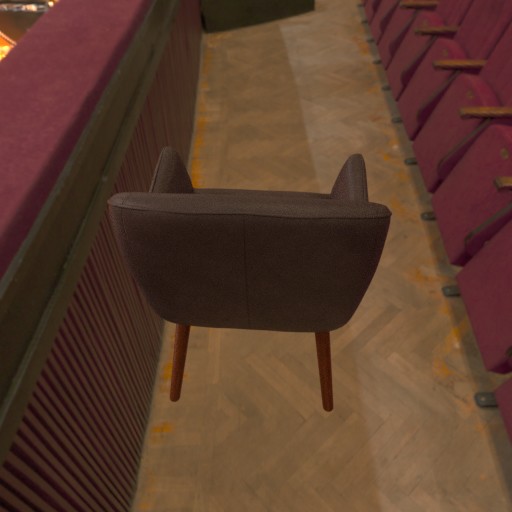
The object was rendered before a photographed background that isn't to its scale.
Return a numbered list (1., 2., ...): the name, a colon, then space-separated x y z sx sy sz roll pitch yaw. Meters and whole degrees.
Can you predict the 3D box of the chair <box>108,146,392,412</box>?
1. chair: 0.000 0.000 1.262 0.610 0.828 0.610 3 46 3
